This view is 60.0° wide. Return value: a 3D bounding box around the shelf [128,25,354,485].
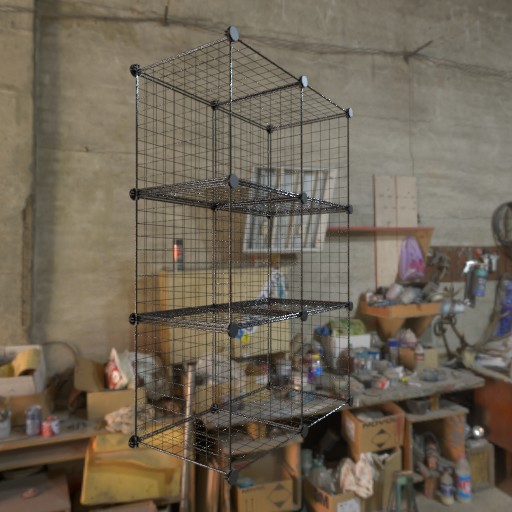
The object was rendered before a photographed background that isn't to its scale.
[{"bbox_3d":[0.000,0.000,1.411,0.356,1.067,0.711,-1,-1,35],"label":"shelf"}]
